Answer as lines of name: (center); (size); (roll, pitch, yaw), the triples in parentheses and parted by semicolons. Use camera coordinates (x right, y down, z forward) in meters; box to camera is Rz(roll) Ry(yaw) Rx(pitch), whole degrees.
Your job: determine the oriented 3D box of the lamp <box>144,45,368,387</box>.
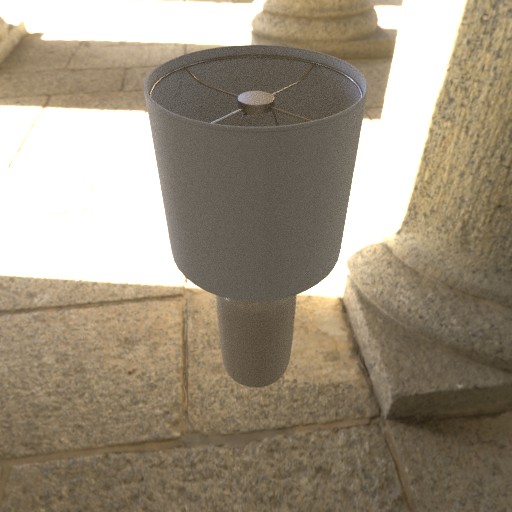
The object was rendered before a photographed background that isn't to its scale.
lamp: (0.000, 0.000, 0.601); (0.220, 0.475, 0.220); (-26, 48, -26)
